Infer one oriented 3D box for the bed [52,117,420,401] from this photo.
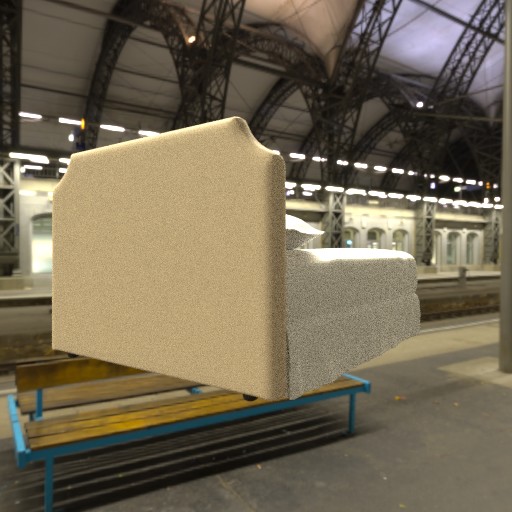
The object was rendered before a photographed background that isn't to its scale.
[{"bbox_3d":[0.000,0.000,3.826,2.134,1.524,2.548,0,1,36],"label":"bed"}]
